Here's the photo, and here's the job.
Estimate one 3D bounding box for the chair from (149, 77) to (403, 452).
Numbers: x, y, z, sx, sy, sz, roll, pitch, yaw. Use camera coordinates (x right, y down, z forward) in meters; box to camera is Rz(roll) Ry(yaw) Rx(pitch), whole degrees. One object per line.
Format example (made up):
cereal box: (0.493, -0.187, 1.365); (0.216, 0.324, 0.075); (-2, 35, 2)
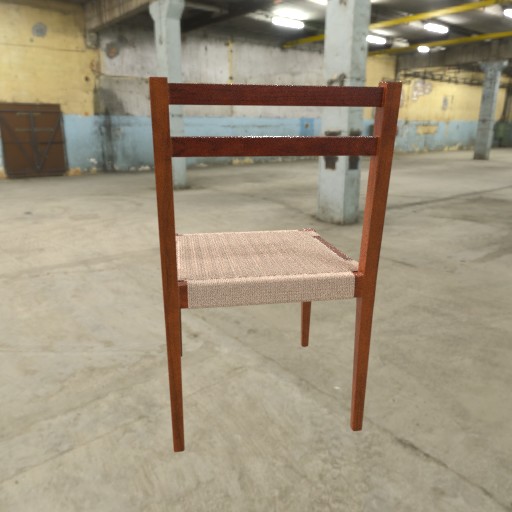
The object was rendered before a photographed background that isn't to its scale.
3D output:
chair: (0.000, 0.000, 1.215); (0.495, 0.851, 0.569); (-3, 16, -10)
